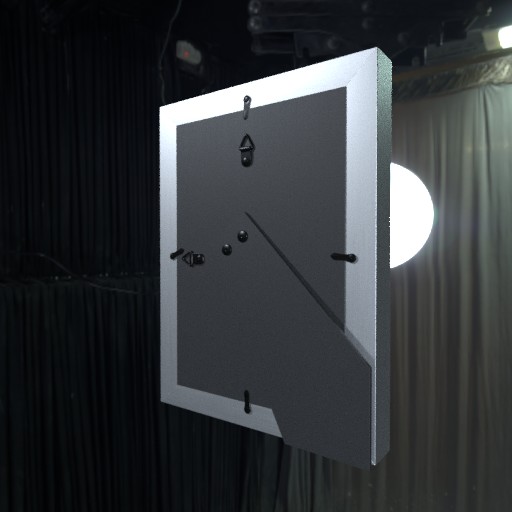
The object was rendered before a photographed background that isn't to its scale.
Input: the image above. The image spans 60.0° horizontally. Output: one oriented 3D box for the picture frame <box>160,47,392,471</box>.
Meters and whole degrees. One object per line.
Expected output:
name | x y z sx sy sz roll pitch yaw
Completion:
picture frame | 0.000 0.000 0.271 0.157 0.208 0.028 1 1 36
